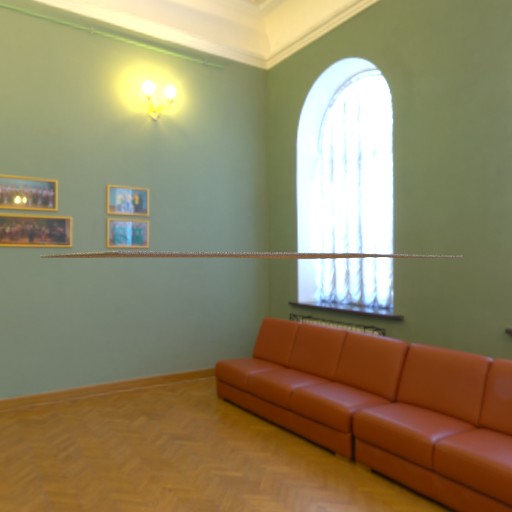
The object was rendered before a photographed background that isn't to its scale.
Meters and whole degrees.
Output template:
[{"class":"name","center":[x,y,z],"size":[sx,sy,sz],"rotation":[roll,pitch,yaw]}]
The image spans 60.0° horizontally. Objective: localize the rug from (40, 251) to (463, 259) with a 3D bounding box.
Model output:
[{"class":"rug","center":[0.000,0.000,2.241],"size":[1.804,0.022,1.162],"rotation":[1,-1,-35]}]
